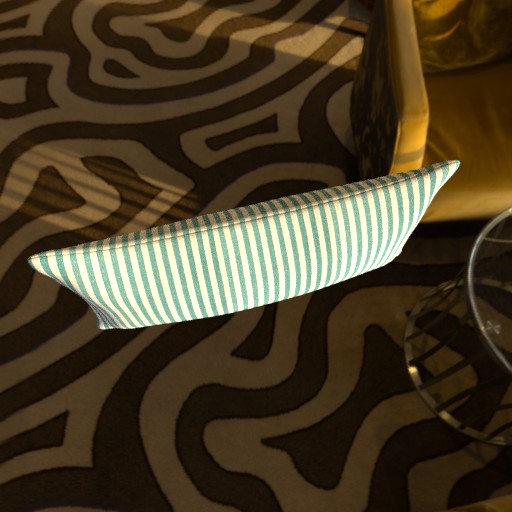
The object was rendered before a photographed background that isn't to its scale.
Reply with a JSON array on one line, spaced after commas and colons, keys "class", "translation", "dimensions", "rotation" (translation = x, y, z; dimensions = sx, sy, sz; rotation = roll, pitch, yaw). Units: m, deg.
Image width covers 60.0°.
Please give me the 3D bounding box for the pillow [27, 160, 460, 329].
[{"class": "pillow", "translation": [0.000, 0.000, 0.738], "dimensions": [0.617, 0.295, 0.151], "rotation": [-13, 64, -7]}]
